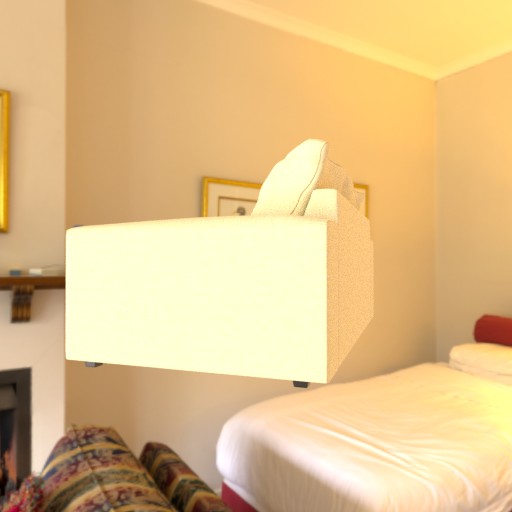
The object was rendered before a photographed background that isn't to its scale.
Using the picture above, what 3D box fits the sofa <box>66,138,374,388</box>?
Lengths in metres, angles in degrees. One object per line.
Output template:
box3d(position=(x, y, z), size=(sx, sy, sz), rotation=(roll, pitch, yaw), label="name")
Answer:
box3d(position=(0.000, 0.000, 2.382), size=(1.091, 0.875, 1.754), rotation=(0, 0, 19), label="sofa")
